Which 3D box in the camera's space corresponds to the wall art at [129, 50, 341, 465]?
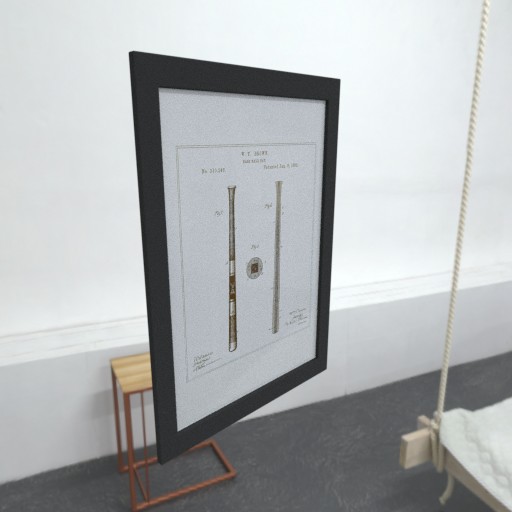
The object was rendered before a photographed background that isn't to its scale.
[{"bbox_3d":[0.000,0.000,0.672,0.374,0.529,0.012,-15,21,-42],"label":"wall art"}]
